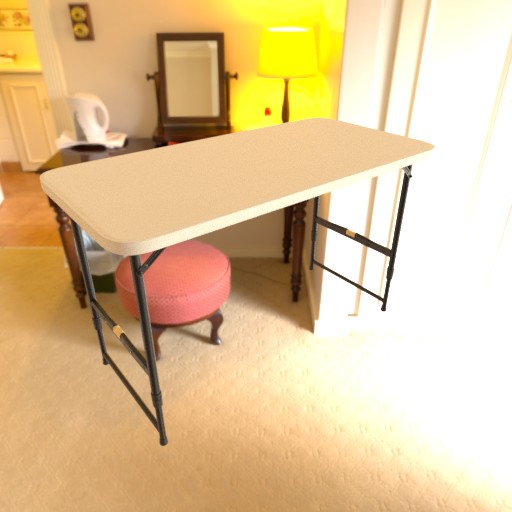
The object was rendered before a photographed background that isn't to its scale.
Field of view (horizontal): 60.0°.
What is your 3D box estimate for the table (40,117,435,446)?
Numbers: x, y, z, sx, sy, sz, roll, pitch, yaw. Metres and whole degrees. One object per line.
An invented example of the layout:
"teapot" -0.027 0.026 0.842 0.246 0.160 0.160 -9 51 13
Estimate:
"table" 0.000 0.000 1.622 1.219 0.737 0.610 -22 36 -33
